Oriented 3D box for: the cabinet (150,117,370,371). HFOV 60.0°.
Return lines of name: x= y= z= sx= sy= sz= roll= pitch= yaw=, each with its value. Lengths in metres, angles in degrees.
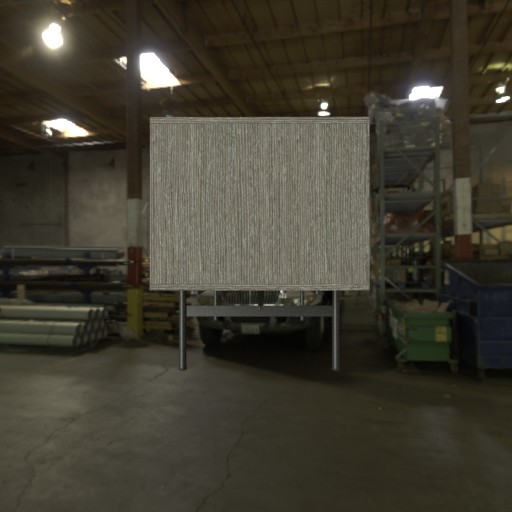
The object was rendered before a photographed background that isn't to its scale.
cabinet: x=0.000 y=0.000 z=1.609 sx=0.500 sy=0.599 sz=1.300 roll=0 pitch=0 yaw=0
